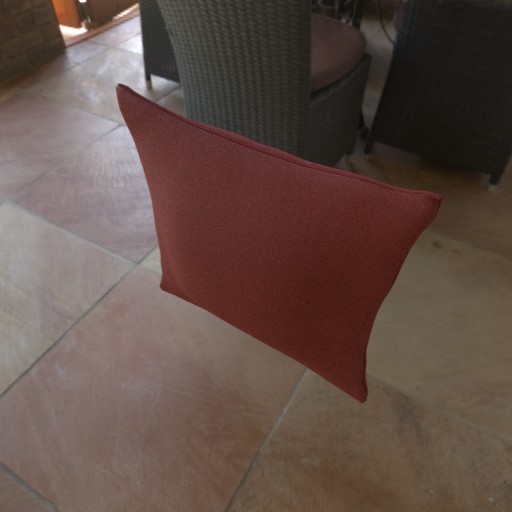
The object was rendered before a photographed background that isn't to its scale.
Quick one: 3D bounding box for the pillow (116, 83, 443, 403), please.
[{"bbox_3d":[0.000,0.000,0.650,0.435,0.416,0.151,25,51,22],"label":"pillow"}]
